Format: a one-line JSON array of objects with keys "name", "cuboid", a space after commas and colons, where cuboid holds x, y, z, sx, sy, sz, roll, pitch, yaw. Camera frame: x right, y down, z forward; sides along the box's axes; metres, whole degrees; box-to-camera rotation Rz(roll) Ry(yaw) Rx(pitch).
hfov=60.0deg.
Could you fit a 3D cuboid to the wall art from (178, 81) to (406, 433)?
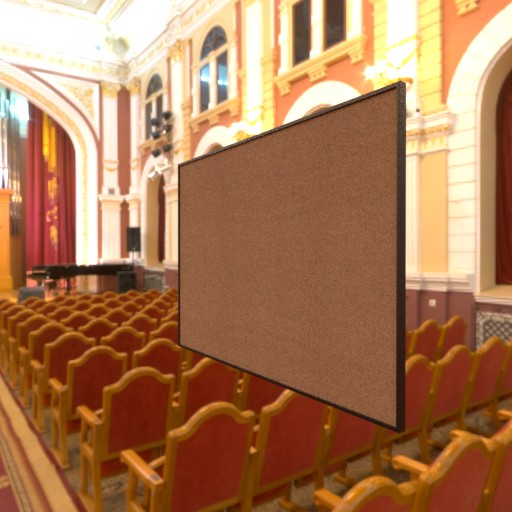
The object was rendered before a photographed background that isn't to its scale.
[{"name": "wall art", "cuboid": [0.000, 0.000, 1.226, 0.019, 0.660, 0.957, 0, 1, -35]}]
